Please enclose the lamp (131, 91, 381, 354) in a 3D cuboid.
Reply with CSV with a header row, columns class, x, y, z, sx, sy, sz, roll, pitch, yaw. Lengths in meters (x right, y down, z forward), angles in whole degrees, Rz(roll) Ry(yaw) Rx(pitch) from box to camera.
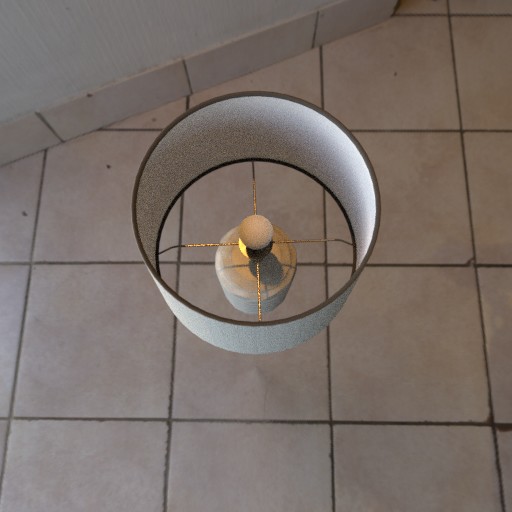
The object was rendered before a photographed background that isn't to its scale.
class,x,y,z,sx,sy,sz,roll,pitch,yaw
lamp,0.000,0.000,0.862,0.376,0.594,0.376,0,76,0
